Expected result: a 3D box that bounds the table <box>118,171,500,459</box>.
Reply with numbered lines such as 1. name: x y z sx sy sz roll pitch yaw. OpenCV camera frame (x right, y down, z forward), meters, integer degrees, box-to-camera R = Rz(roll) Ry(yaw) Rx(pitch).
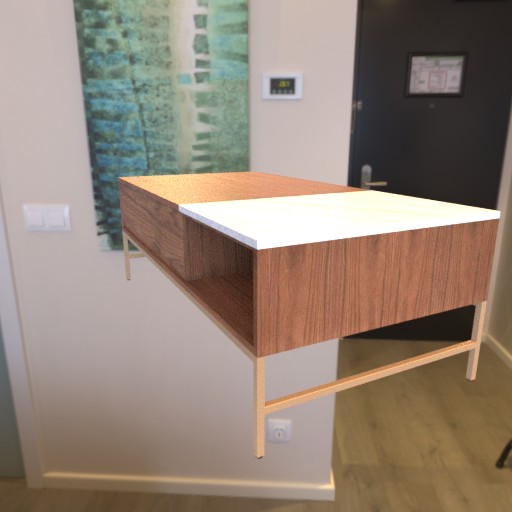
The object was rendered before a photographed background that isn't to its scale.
1. table: 0.000 0.000 1.846 0.789 0.551 1.553 -8 17 -26
